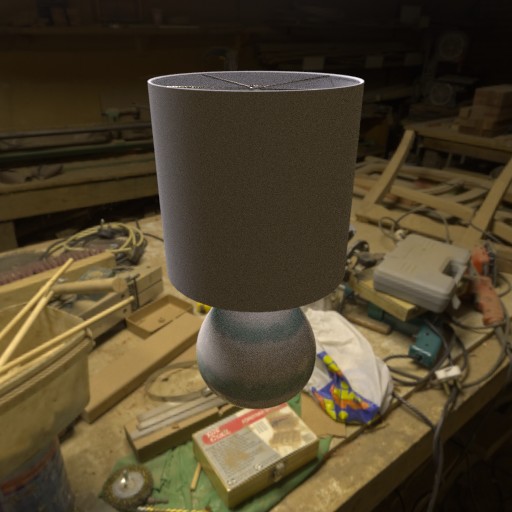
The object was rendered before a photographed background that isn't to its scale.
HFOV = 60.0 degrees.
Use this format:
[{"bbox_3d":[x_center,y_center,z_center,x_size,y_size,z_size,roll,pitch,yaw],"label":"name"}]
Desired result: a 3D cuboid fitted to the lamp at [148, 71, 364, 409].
[{"bbox_3d":[0.000,0.000,0.543,0.217,0.404,0.217,-19,32,-32],"label":"lamp"}]
